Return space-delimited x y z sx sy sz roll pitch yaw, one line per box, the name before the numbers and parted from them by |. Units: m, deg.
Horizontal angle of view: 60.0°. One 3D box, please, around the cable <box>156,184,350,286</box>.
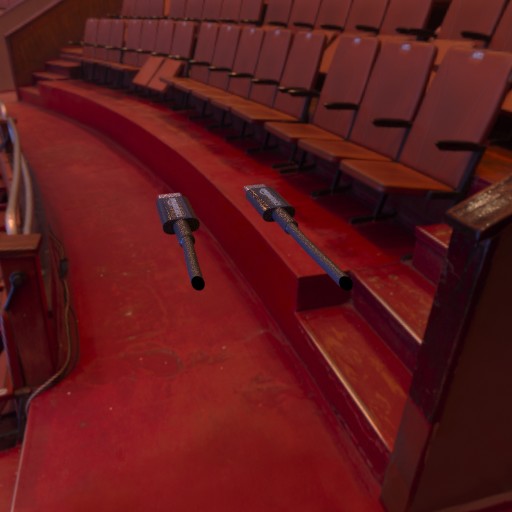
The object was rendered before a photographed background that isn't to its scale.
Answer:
cable | 0.000 0.000 0.112 0.041 0.005 0.098 -8 29 -15
